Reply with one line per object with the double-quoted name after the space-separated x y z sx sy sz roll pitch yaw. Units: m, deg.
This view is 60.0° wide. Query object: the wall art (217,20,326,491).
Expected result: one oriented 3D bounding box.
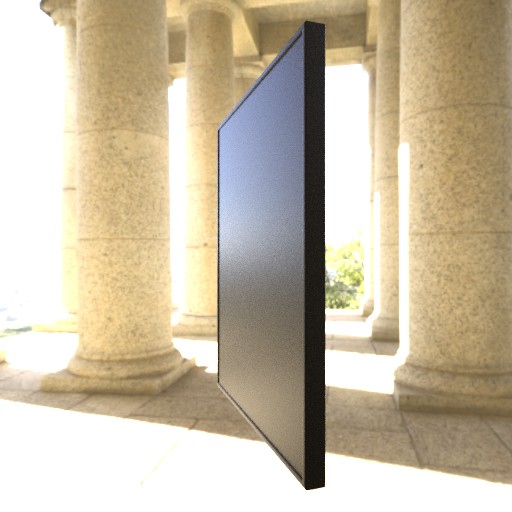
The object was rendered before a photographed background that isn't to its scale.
0.000 0.000 0.737 0.028 0.551 0.451 0 0 -18 "wall art"
